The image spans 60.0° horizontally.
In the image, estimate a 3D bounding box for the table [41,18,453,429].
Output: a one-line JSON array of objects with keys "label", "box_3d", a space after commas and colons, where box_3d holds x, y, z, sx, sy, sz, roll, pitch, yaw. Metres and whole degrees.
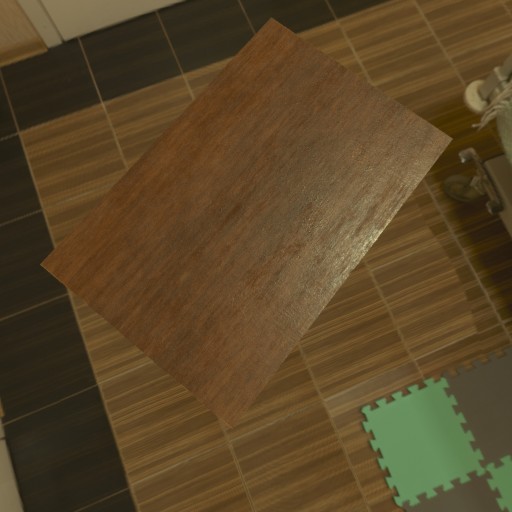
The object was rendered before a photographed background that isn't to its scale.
[{"label": "table", "box_3d": [0.000, 0.000, 0.838, 0.307, 0.580, 0.454, 38, 79, 9]}]
